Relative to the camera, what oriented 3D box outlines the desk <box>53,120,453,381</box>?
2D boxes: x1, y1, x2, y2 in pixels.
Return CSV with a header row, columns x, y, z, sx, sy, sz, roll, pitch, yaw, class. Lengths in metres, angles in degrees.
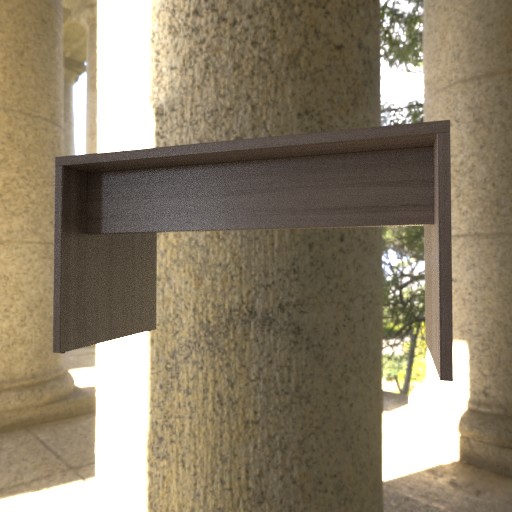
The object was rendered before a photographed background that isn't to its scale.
x,y,z,sx,sy,sz,roll,pitch,yaw,class
0.000,0.000,1.788,1.380,0.745,0.690,-1,-2,18,desk
